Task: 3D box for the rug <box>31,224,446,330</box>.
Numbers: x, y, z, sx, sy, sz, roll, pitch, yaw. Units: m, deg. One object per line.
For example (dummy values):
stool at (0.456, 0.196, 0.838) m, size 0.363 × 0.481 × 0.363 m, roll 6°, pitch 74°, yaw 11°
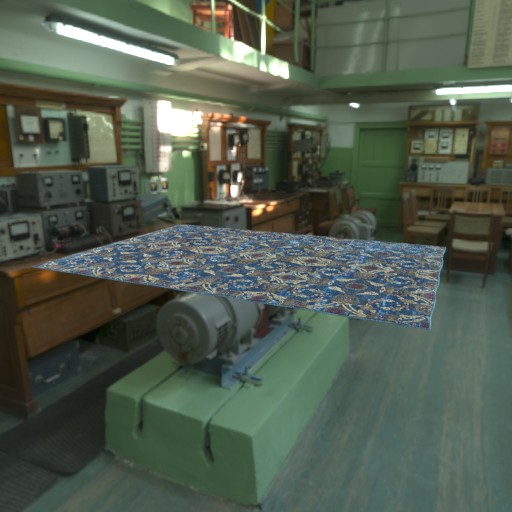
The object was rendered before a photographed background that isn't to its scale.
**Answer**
rug at (0.000, 0.000, 4.264) m, size 3.291 × 0.013 × 2.337 m, roll 6°, pitch 15°, yaw 24°
